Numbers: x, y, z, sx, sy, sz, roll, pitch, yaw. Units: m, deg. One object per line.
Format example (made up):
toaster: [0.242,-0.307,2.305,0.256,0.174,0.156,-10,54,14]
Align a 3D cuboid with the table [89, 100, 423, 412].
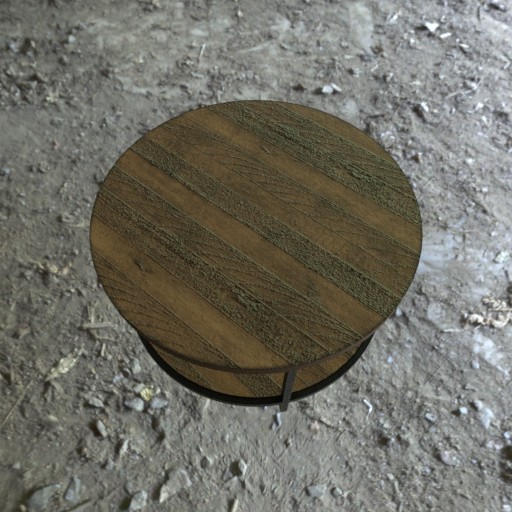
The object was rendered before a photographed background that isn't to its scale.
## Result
table: [0.000,0.000,1.330,0.837,0.462,0.837,0,58,0]
